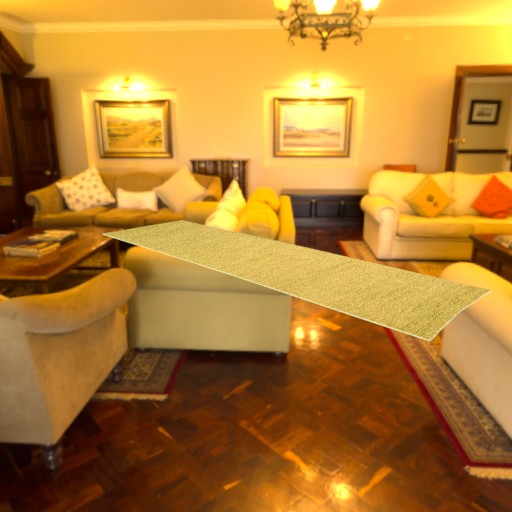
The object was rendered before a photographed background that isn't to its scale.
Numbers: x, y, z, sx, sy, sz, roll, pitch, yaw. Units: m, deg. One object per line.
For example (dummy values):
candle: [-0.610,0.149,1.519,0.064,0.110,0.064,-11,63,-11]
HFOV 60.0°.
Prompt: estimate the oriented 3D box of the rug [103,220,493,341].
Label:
rug: [0.000,0.000,2.538,2.340,0.013,0.686,15,22,42]
